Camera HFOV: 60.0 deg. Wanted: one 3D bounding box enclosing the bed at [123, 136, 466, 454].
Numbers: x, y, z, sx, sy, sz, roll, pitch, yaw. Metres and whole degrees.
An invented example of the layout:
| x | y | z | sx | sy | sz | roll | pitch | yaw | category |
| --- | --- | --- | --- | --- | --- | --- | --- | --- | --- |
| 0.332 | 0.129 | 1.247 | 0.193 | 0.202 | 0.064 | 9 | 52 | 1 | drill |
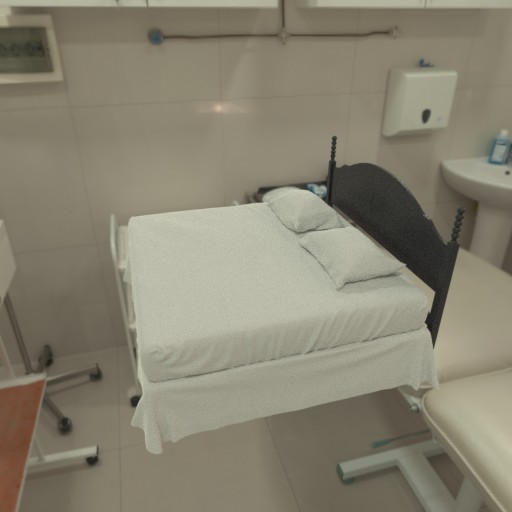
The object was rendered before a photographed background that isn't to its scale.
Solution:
| x | y | z | sx | sy | sz | roll | pitch | yaw | category |
| --- | --- | --- | --- | --- | --- | --- | --- | --- | --- |
| 0.000 | 0.000 | 3.606 | 2.219 | 1.355 | 2.322 | -8 | 30 | -14 | bed |
